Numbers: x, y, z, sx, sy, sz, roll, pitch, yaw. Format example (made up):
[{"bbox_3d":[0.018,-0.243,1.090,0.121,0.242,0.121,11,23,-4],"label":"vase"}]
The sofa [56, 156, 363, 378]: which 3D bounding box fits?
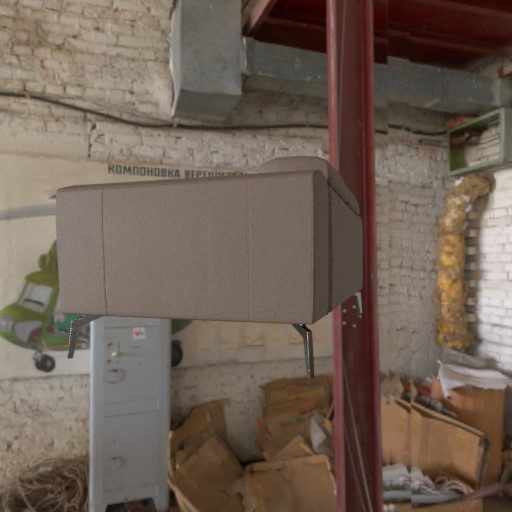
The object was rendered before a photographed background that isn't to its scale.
[{"bbox_3d":[0.000,0.000,2.384,1.003,0.779,1.895,0,-1,18],"label":"sofa"}]
